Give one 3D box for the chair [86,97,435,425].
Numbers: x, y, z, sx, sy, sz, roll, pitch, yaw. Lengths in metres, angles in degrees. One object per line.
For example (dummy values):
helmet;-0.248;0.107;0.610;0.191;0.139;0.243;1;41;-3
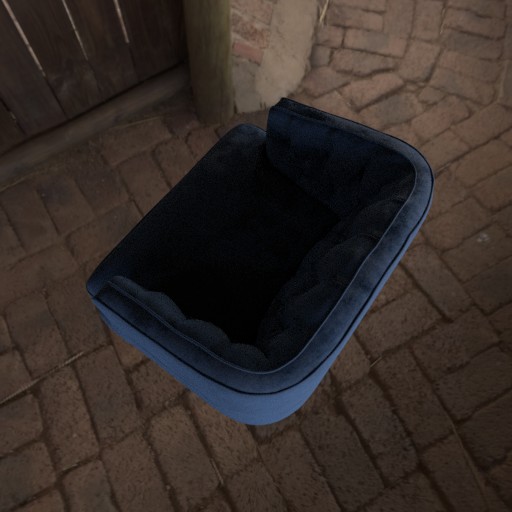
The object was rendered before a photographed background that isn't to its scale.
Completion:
chair;0.000;0.000;1.761;0.940;0.852;1.094;33;68;15
